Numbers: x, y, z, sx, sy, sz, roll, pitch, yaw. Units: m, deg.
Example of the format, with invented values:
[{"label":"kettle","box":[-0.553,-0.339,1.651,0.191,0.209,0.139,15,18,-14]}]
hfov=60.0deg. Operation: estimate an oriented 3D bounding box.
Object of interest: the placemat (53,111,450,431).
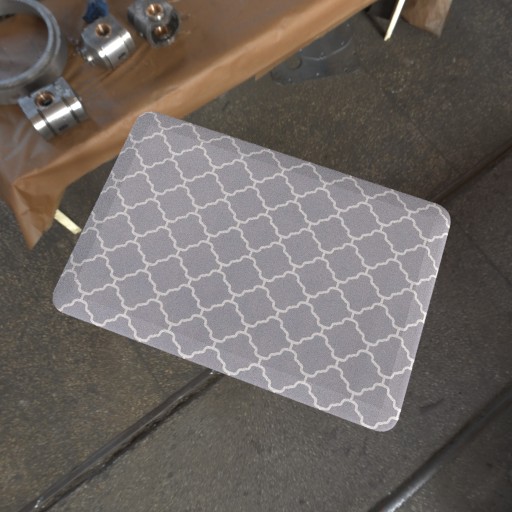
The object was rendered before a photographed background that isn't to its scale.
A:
[{"label":"placemat","box":[0.000,0.000,0.961,0.762,0.021,0.508,19,76,5]}]
